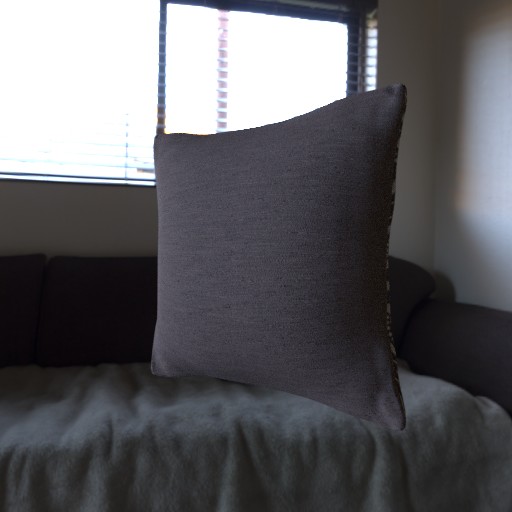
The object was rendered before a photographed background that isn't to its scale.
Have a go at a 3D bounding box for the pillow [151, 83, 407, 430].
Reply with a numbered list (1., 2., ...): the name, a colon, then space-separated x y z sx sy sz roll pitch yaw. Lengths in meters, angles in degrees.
1. pillow: 0.000 0.000 0.648 0.436 0.417 0.148 0 1 35
